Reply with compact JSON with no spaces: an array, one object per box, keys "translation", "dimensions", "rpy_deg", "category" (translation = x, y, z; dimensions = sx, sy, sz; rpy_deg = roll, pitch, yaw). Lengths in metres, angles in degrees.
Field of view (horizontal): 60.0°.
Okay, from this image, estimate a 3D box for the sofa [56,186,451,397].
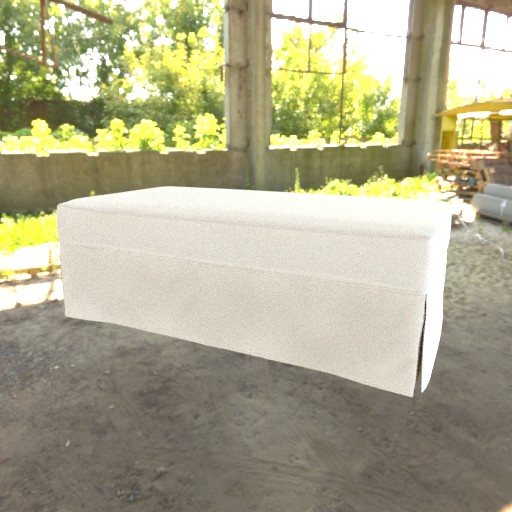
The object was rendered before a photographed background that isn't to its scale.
[{"translation":[0.000,0.000,2.111],"dimensions":[1.677,0.552,0.939],"rpy_deg":[7,16,25],"category":"sofa"}]
